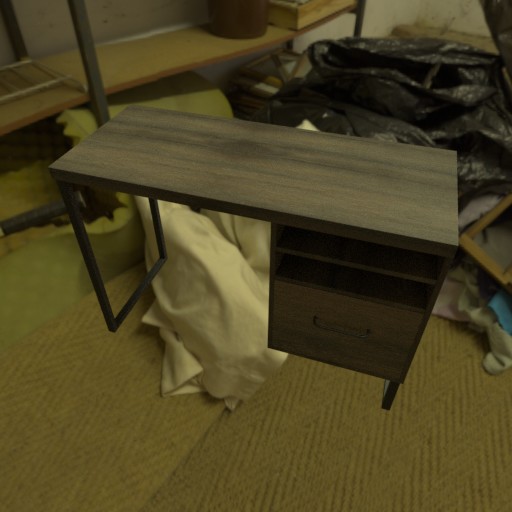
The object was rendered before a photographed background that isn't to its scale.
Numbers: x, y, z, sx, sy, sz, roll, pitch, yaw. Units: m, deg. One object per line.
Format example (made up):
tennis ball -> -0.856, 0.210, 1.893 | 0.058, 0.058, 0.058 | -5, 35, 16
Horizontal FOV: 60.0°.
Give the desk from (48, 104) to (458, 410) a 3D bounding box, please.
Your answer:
desk -> 0.000, 0.000, 1.567 | 1.134, 0.752, 0.511 | 12, 43, 13
